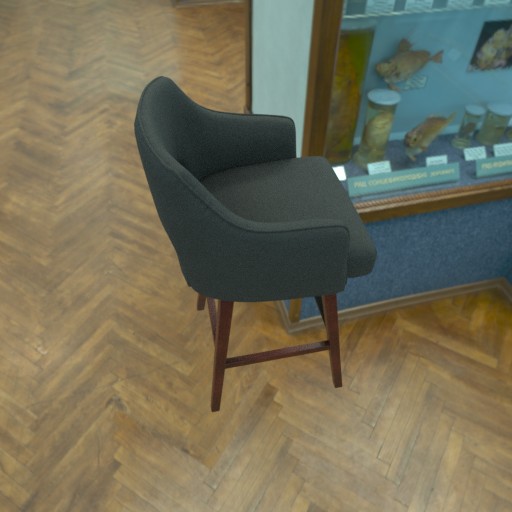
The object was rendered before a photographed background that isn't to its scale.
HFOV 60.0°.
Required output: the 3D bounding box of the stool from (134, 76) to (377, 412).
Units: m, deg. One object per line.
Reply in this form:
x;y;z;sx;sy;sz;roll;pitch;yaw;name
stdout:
0.000;0.000;1.369;0.558;1.012;0.548;-8;47;-8;stool
